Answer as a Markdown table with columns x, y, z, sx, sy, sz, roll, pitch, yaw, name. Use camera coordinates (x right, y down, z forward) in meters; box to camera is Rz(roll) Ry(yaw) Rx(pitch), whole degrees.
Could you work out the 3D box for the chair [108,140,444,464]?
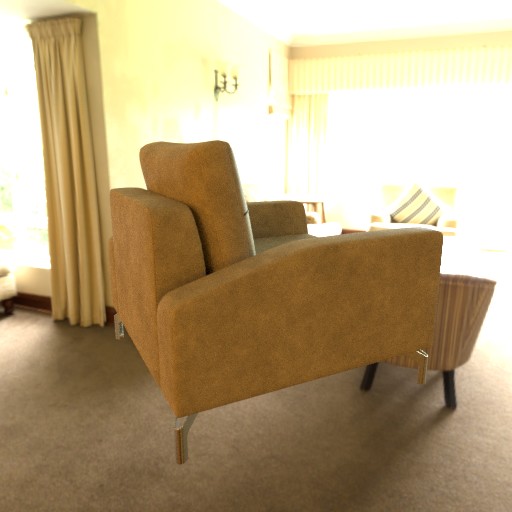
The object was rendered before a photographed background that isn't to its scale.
| x | y | z | sx | sy | sz | roll | pitch | yaw | name |
| --- | --- | --- | --- | --- | --- | --- | --- | --- | --- |
| 0.000 | 0.000 | 1.593 | 0.900 | 0.800 | 0.900 | -7 | 16 | -26 | chair |
